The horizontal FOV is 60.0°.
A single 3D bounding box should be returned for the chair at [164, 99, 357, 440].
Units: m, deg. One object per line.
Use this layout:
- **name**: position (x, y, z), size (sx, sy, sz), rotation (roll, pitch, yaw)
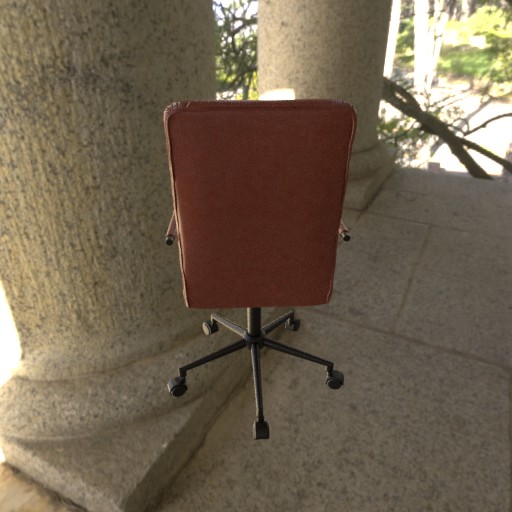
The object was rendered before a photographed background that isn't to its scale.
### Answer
- **chair**: position (0.000, 0.000, 1.349), size (0.608, 0.979, 0.580), rotation (-1, 29, -3)
